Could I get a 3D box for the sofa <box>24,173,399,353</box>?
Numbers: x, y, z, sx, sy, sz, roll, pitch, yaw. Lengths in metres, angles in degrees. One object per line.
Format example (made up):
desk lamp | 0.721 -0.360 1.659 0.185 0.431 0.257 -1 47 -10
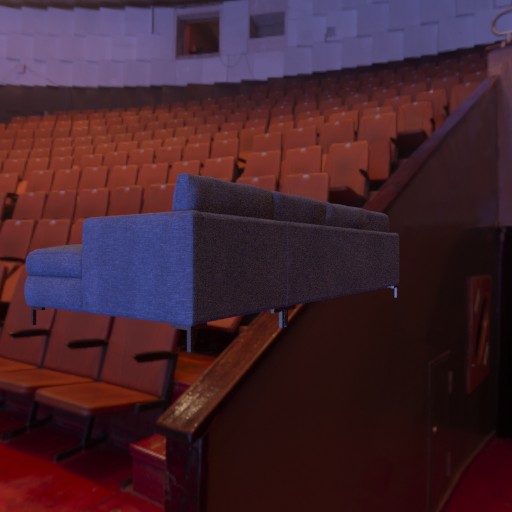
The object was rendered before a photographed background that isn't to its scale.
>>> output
sofa | 0.000 0.000 3.440 1.350 0.810 2.932 0 1 35
